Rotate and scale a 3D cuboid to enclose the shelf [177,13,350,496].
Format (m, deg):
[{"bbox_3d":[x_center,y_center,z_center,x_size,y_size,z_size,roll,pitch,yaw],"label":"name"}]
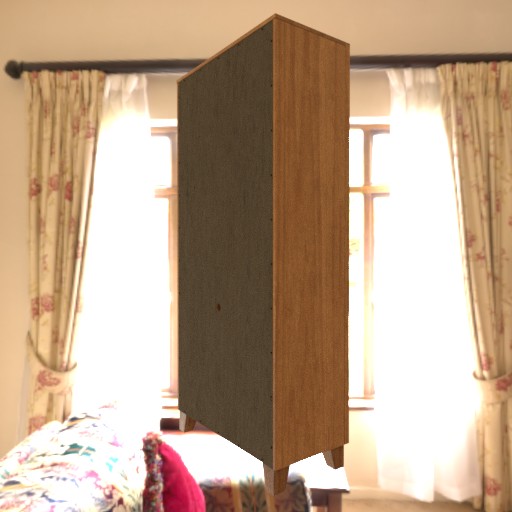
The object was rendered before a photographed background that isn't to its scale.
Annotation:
[{"bbox_3d":[0.000,0.000,2.244,0.453,1.930,0.864,0,1,-37],"label":"shelf"}]
